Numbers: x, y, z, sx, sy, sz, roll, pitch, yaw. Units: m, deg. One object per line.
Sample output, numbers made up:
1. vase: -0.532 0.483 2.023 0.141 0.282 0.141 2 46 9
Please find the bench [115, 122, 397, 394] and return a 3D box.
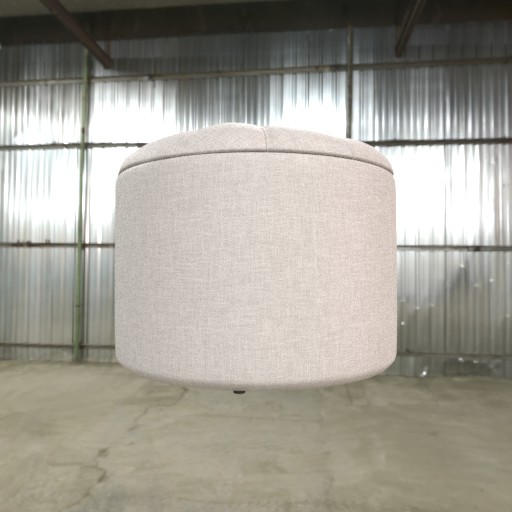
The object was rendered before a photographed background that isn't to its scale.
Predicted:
1. bench: 0.000 0.000 0.990 0.600 0.453 0.600 0 -1 0
